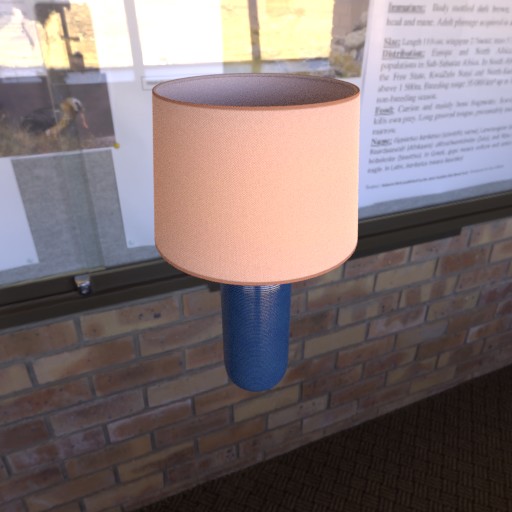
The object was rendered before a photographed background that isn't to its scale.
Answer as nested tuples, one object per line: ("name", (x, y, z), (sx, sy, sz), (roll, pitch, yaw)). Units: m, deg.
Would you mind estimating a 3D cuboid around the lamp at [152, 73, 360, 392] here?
("lamp", (0.000, 0.000, 0.844), (0.367, 0.609, 0.367), (0, 29, 0))
